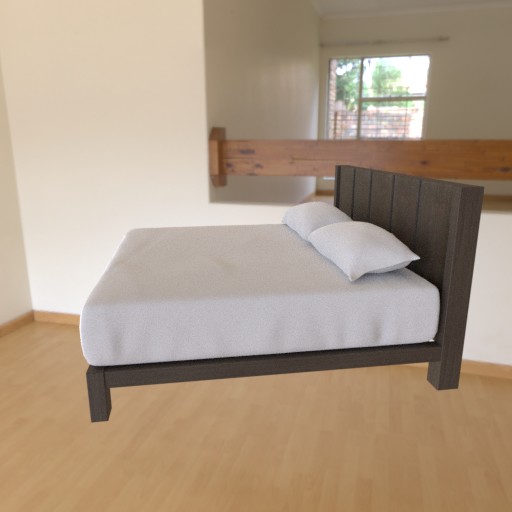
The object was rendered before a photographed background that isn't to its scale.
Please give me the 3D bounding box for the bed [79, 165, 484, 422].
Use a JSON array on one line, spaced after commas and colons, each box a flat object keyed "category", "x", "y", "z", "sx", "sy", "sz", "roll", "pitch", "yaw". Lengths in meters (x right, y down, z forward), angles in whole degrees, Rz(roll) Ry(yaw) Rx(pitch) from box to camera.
[{"category": "bed", "x": 0.000, "y": 0.000, "z": 3.475, "sx": 2.238, "sy": 1.261, "sz": 2.143, "roll": -2, "pitch": 15, "yaw": -9}]
